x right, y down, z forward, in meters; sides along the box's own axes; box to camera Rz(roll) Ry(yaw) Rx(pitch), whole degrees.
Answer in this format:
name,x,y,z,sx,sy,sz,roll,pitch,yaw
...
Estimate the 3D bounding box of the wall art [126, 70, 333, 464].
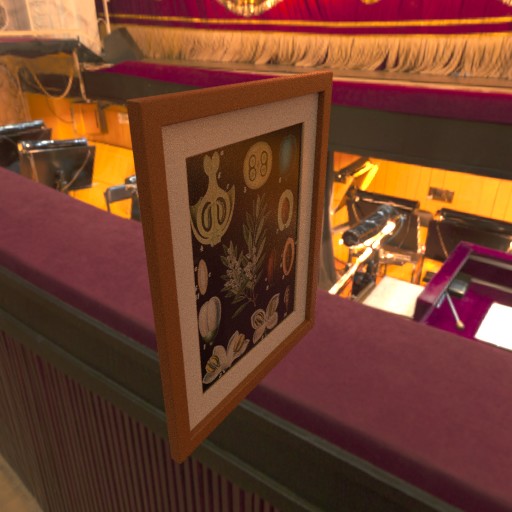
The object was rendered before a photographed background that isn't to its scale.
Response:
name,x,y,z,sx,sy,sz,roll,pitch,yaw
wall art,0.000,0.000,0.515,0.015,0.379,0.310,18,32,31
